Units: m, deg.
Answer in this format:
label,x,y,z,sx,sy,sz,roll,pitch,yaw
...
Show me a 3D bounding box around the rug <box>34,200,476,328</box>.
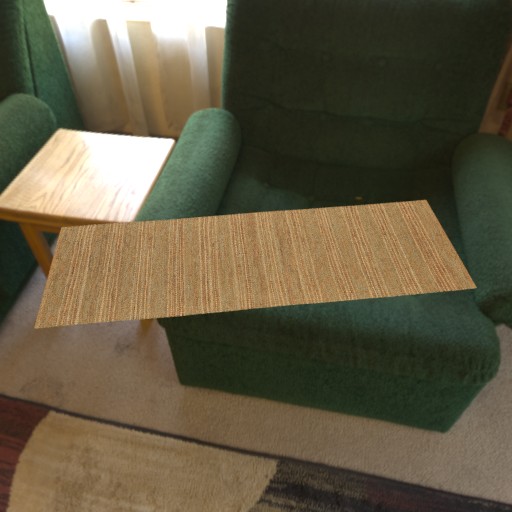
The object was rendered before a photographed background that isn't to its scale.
label,x,y,z,sx,sy,sz,roll,pitch,yaw
rug,0.000,0.000,2.688,2.438,0.006,0.783,-5,47,-4
